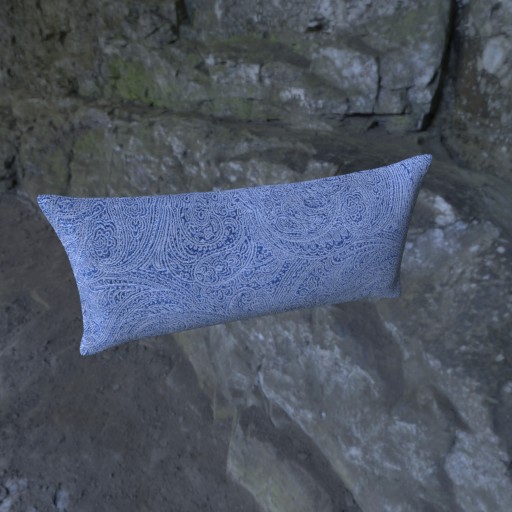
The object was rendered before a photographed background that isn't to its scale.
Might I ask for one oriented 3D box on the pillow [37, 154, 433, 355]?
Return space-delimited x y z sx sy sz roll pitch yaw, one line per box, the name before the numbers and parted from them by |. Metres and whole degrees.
pillow | 0.000 0.000 0.745 0.615 0.295 0.151 -8 32 -13
